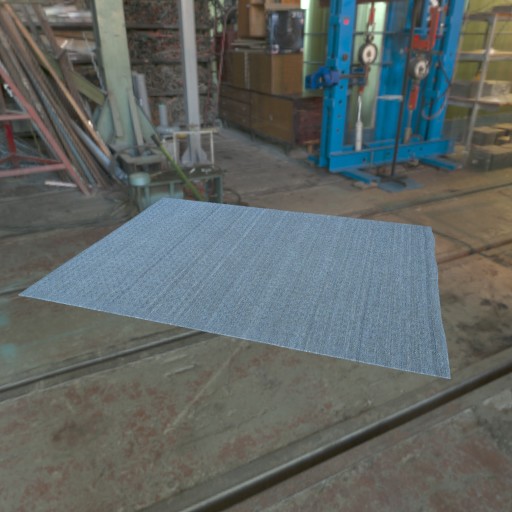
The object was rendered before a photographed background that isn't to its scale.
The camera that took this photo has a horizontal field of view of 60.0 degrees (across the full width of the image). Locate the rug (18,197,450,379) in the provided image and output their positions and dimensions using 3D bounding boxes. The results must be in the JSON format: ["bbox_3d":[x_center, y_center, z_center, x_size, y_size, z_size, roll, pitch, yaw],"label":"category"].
[{"bbox_3d":[0.000,0.000,4.120,3.200,0.007,2.443,8,28,15],"label":"rug"}]
